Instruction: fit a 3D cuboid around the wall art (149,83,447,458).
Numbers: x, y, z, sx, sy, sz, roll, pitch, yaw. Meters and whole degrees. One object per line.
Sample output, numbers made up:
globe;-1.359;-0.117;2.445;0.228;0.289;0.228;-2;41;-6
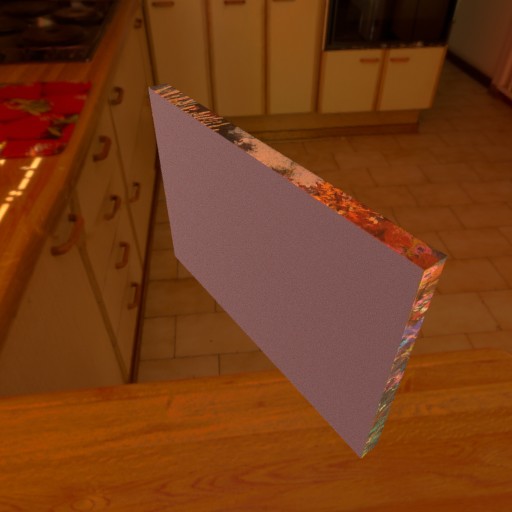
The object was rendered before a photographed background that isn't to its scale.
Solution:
wall art;0.000;0.000;0.764;0.037;0.406;0.610;-26;47;-27
